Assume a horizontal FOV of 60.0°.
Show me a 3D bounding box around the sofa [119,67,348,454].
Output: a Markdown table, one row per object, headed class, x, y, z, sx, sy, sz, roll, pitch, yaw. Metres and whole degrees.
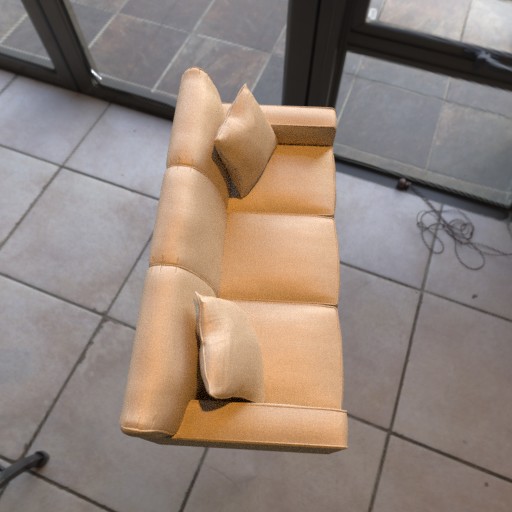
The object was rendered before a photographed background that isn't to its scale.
| class | x | y | z | sx | sy | sz | roll | pitch | yaw |
| --- | --- | --- | --- | --- | --- | --- | --- | --- | --- |
| sofa | 0.000 | 0.000 | 2.543 | 0.997 | 0.958 | 2.024 | 3 | 64 | 1 |
